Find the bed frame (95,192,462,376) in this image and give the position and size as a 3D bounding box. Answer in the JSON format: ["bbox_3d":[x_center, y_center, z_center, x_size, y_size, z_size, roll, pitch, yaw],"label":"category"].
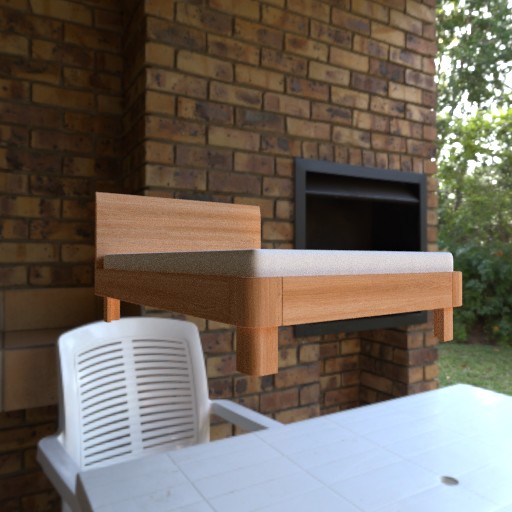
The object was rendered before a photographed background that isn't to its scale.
[{"bbox_3d":[0.000,0.000,2.853,1.472,0.940,1.992,0,-1,-35],"label":"bed frame"}]
